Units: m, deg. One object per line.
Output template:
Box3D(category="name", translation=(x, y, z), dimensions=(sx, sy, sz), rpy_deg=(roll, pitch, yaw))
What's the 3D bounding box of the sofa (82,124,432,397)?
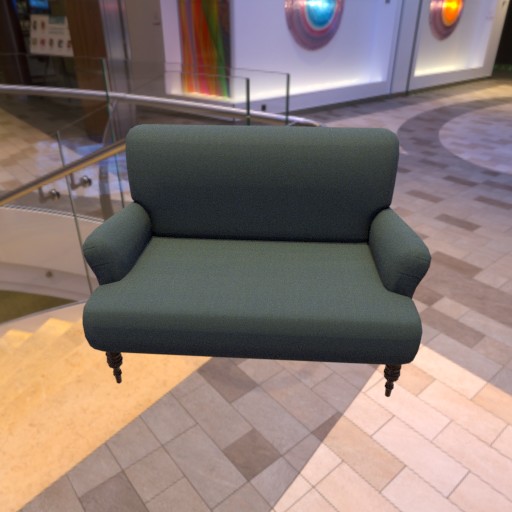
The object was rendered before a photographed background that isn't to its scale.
Box3D(category="sofa", translation=(0.000, 0.000, 1.827), dimensions=(1.297, 0.889, 0.779), rpy_deg=(2, 29, 3))
